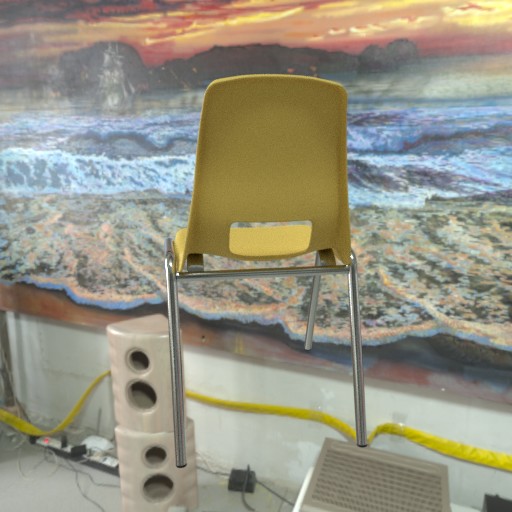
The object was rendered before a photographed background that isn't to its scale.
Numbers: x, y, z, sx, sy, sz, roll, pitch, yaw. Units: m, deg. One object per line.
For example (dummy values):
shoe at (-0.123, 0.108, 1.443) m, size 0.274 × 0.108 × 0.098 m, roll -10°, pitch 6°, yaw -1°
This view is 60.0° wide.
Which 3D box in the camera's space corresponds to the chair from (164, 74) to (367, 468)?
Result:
chair at (0.000, 0.000, 0.931) m, size 0.381 × 0.653 × 0.436 m, roll -2°, pitch 14°, yaw -9°
